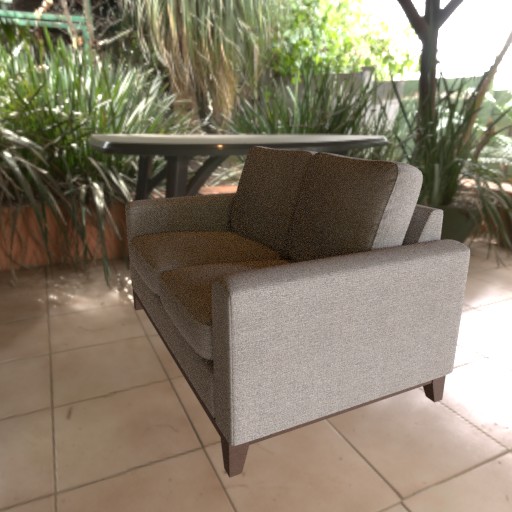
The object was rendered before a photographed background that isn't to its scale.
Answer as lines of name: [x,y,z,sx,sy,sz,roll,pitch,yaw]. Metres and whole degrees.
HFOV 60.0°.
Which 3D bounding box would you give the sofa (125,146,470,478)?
sofa: [0.000,0.000,1.939,0.917,0.873,1.420,-8,19,-25]
